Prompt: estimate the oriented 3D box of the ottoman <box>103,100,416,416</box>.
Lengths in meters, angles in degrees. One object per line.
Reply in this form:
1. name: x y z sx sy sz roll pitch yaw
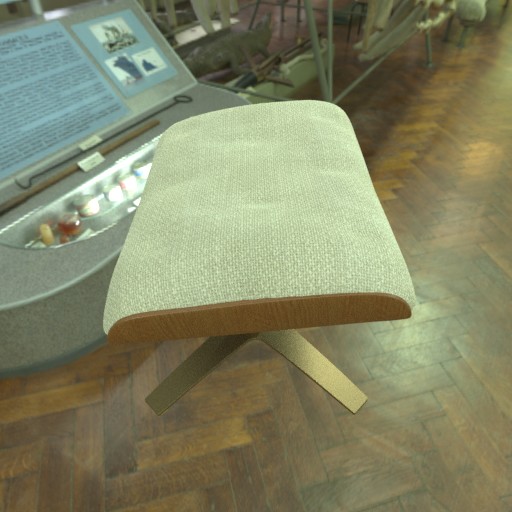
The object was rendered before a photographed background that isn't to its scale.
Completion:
1. ottoman: 0.000 0.000 0.784 0.394 0.391 0.520 0 41 0
